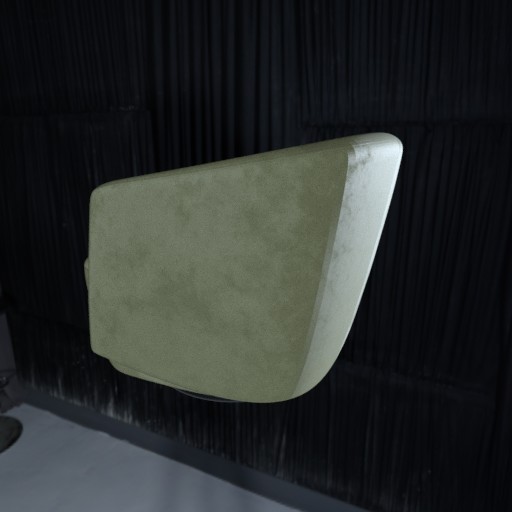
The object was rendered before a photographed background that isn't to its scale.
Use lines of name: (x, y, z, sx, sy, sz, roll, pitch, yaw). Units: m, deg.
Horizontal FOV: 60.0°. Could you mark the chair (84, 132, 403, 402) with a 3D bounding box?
chair: (0.000, 0.000, 1.308, 0.767, 0.698, 0.773, 7, 16, 25)
